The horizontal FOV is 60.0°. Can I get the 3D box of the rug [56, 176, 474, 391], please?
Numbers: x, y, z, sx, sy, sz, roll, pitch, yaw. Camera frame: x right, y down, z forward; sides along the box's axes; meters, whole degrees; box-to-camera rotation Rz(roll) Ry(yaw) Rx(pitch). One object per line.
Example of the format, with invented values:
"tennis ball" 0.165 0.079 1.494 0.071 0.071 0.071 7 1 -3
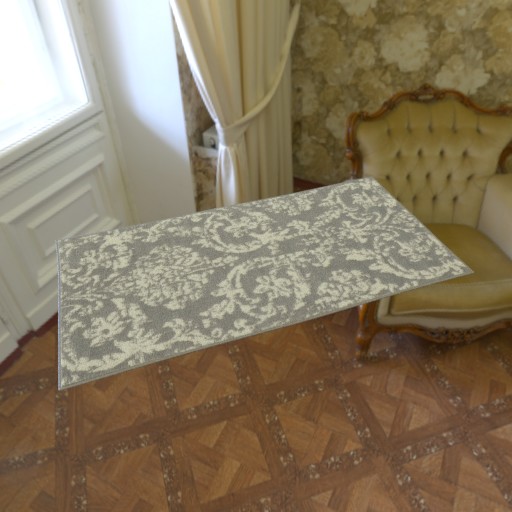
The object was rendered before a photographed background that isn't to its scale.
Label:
"rug" 0.000 0.000 1.428 1.219 0.007 0.604 -13 43 -15
